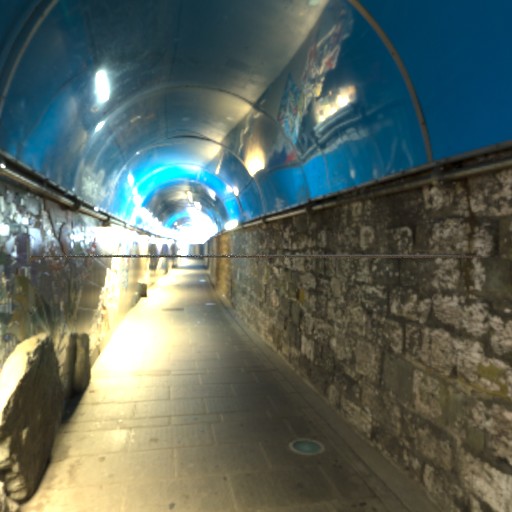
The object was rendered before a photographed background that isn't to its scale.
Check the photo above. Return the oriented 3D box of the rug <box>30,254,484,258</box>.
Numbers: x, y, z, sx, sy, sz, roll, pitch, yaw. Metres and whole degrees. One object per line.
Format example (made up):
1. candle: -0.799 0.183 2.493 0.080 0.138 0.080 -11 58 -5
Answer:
1. rug: 0.000 0.000 2.759 2.439 0.008 0.762 0 1 1
